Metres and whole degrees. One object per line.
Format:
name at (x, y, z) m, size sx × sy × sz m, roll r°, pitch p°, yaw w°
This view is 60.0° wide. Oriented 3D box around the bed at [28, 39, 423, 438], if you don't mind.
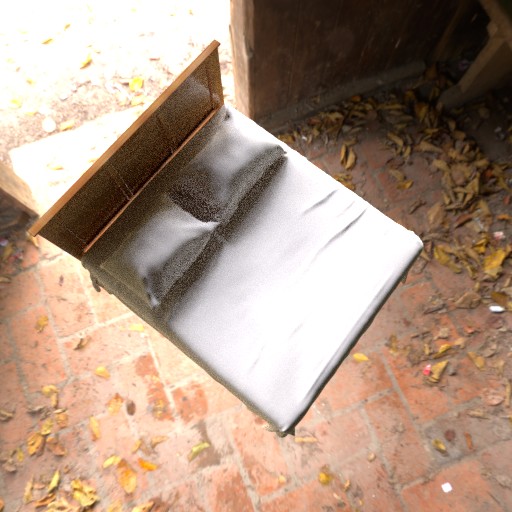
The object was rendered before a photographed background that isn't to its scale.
bed at (0.000, 0.000, 3.121) m, size 2.035 × 1.273 × 1.870 m, roll 38°, pitch 78°, yaw 9°
